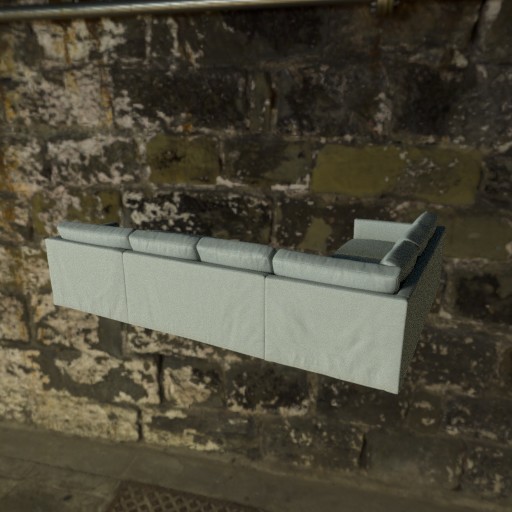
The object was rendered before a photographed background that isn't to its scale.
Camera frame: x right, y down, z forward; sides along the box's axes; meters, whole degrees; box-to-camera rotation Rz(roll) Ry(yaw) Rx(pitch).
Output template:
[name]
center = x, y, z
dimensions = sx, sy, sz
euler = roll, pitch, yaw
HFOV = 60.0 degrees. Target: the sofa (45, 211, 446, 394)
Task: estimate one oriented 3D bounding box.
[sofa]
center = 0.000, 0.000, 4.668
dimensions = 3.460, 0.882, 2.427
euler = 8, 19, 26
